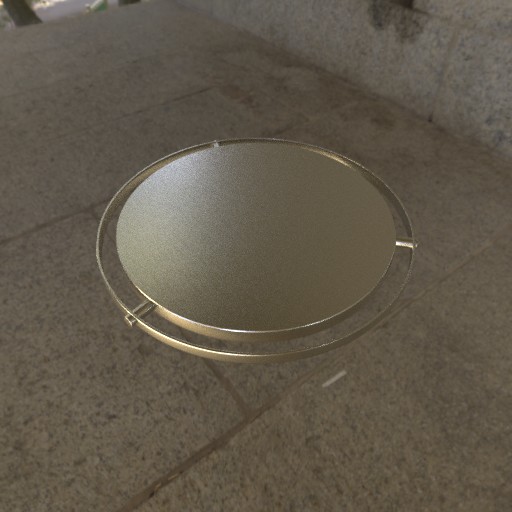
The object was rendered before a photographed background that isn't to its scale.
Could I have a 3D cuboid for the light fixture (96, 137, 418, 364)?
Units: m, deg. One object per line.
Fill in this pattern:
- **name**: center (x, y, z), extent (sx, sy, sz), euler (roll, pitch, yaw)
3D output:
- **light fixture**: center (0.000, 0.000, 0.559), extent (0.361, 0.130, 0.361), euler (0, 46, 0)
